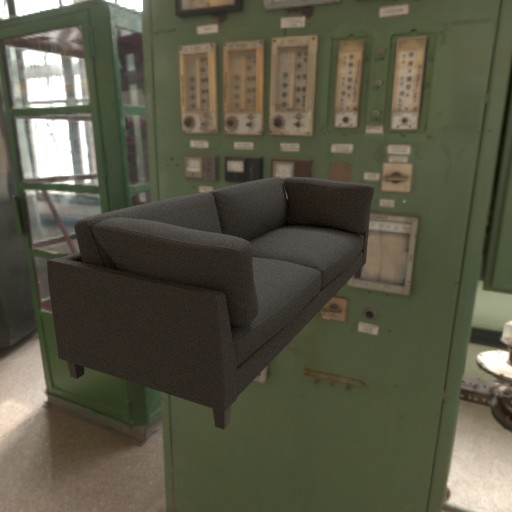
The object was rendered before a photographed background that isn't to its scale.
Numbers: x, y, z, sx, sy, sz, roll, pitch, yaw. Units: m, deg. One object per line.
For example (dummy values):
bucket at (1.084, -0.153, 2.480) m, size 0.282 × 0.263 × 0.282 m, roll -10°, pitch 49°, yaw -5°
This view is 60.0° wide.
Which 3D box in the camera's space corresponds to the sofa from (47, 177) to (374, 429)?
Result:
sofa at (0.000, 0.000, 2.787) m, size 0.969 × 0.792 × 2.312 m, roll 8°, pitch 18°, yaw 26°
